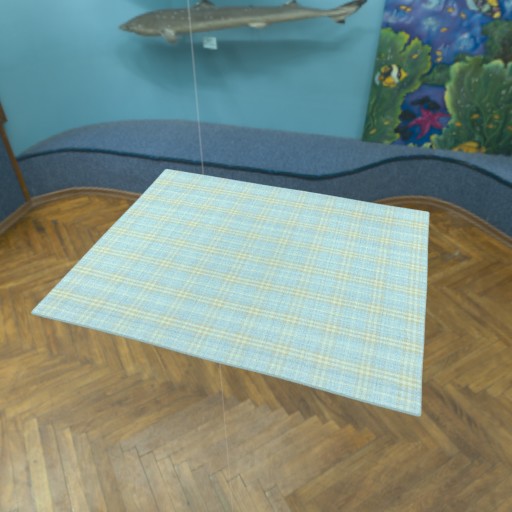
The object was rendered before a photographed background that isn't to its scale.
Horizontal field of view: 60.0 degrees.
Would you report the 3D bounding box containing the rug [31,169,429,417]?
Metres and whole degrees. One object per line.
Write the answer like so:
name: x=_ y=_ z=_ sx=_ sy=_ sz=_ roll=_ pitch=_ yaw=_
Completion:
rug: x=0.000 y=0.000 z=4.133 sx=3.066 sy=0.030 sz=2.462 roll=11 pitch=42 yaw=13
